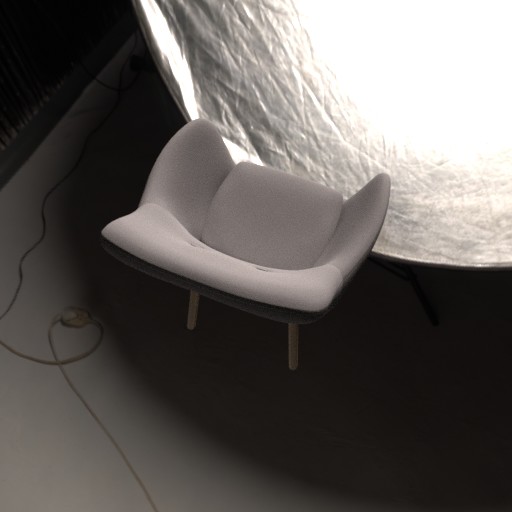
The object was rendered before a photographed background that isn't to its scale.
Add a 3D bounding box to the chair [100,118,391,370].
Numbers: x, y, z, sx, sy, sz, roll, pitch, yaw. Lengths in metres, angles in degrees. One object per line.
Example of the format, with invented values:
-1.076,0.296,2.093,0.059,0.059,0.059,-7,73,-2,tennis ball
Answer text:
0.000,0.000,1.232,0.570,0.830,0.590,19,64,10,chair
